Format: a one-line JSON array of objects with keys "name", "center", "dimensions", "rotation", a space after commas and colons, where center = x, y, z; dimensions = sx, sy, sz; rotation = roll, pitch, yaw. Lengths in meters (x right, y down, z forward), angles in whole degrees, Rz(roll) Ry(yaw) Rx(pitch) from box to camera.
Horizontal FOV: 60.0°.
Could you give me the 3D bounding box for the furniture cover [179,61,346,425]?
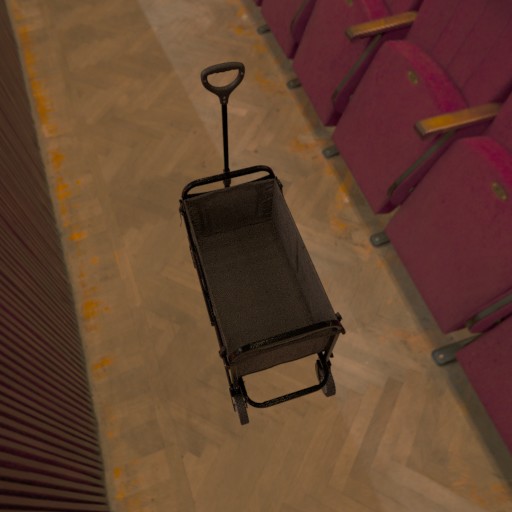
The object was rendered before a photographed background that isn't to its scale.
[{"name": "furniture cover", "center": [0.000, 0.000, 1.842], "dimensions": [0.532, 1.295, 1.038], "rotation": [-15, 60, -9]}]
